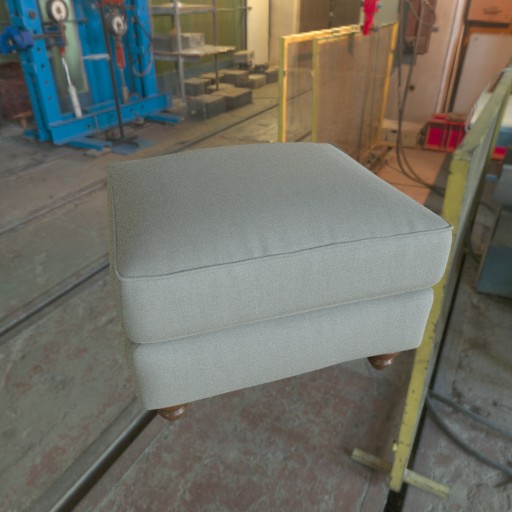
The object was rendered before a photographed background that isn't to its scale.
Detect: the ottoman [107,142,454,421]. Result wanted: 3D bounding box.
[{"bbox_3d":[0.000,0.000,1.184,0.716,0.505,0.662,-9,32,-14],"label":"ottoman"}]
